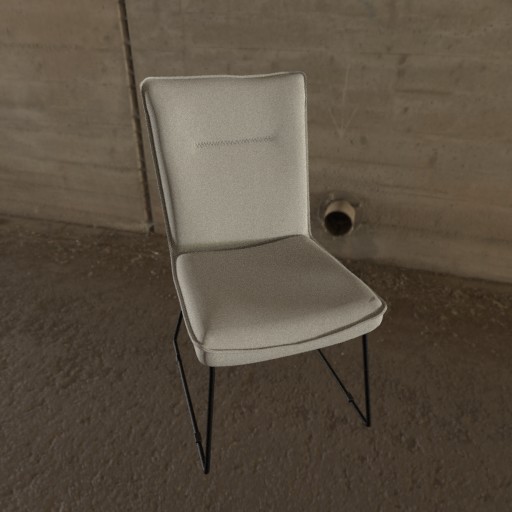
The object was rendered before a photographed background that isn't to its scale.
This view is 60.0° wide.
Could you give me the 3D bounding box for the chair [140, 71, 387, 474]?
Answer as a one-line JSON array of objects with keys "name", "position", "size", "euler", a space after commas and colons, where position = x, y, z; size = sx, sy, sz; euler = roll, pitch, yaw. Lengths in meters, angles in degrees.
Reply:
[{"name": "chair", "position": [0.000, 0.000, 1.312], "size": [0.515, 0.930, 0.688], "euler": [-9, 31, -15]}]
